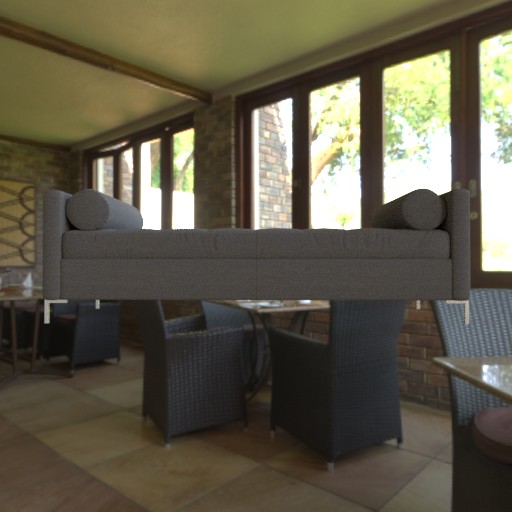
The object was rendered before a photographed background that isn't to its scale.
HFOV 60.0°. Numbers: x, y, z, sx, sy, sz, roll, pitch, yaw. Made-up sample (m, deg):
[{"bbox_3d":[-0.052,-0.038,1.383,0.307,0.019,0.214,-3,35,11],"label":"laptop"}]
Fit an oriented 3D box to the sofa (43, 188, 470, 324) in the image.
[{"bbox_3d":[0.000,0.000,2.382,1.981,0.635,0.686,0,-1,1],"label":"sofa"}]
